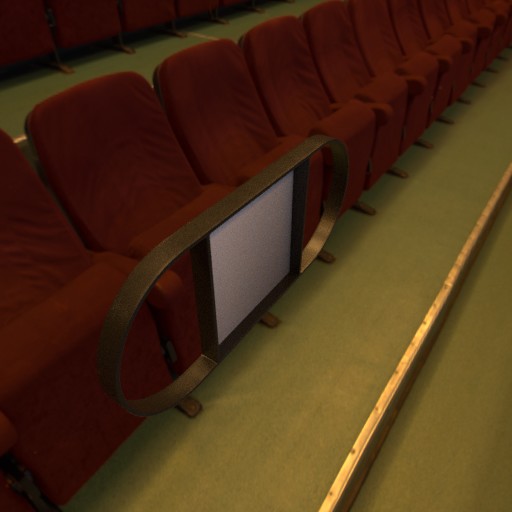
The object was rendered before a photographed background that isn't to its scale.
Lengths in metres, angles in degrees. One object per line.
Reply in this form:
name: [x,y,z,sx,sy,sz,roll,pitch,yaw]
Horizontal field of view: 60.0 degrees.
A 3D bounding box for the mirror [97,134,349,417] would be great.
mirror: [0.000,0.000,0.687,0.032,0.254,0.584,24,45,26]
